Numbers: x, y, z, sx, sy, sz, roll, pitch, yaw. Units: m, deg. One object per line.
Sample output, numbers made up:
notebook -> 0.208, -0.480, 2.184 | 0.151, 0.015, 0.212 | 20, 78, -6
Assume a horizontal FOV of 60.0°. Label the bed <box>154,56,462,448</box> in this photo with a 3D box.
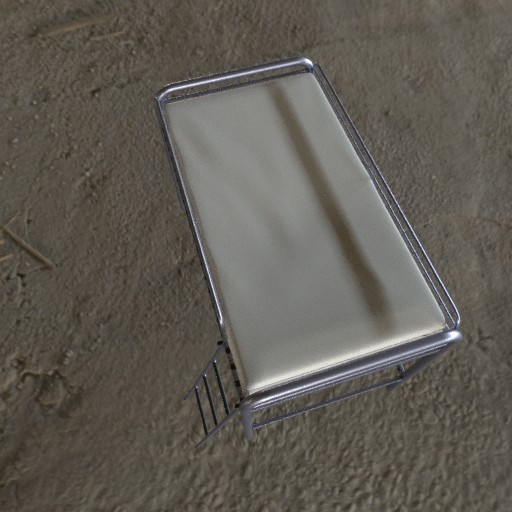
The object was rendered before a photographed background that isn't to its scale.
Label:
bed -> 0.000, 0.000, 2.870 | 1.415, 1.288, 1.965 | -15, 63, -8
